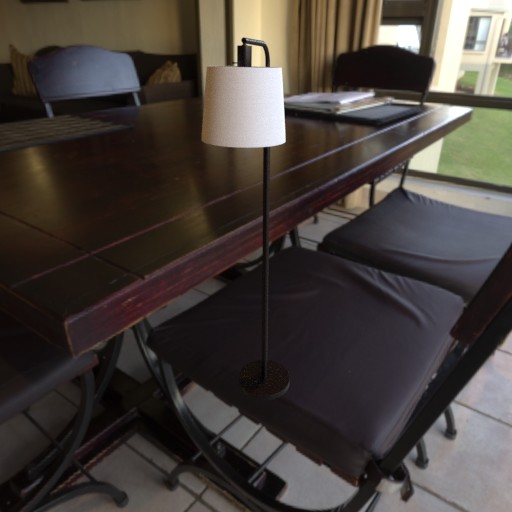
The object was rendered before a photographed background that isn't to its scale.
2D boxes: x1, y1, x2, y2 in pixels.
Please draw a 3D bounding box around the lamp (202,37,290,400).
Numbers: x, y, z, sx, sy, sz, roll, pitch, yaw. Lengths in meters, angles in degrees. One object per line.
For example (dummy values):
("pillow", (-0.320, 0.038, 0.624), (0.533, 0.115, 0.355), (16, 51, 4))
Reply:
("lamp", (0.000, 0.000, 1.666), (0.254, 1.478, 0.508), (8, 29, 15))
